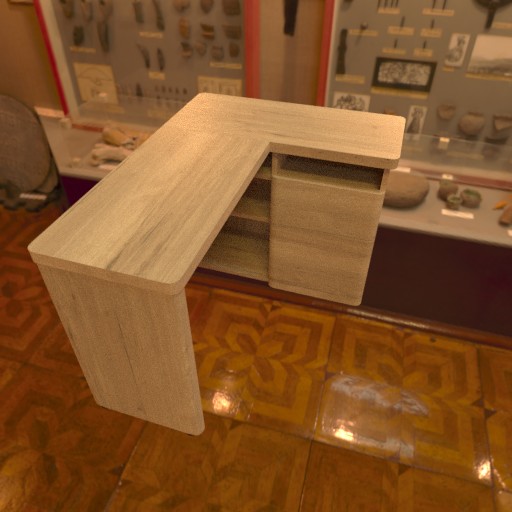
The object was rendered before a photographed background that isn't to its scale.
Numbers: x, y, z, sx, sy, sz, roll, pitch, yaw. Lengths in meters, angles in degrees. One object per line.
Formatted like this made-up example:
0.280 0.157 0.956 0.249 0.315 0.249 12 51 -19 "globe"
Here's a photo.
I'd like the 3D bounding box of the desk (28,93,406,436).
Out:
0.000 0.000 1.719 0.900 0.760 1.169 12 42 13 "desk"
